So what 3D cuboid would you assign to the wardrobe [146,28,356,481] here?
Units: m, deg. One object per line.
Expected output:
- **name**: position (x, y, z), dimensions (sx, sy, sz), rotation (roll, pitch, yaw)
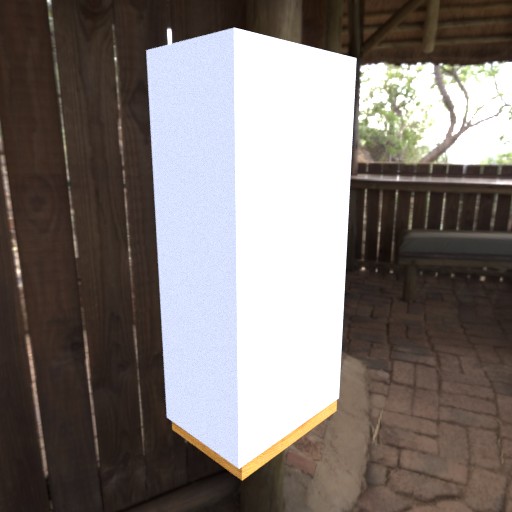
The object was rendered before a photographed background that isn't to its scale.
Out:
- **wardrobe**: position (0.000, 0.000, 2.426), dimensions (0.600, 2.040, 0.860), rotation (13, 19, 42)
